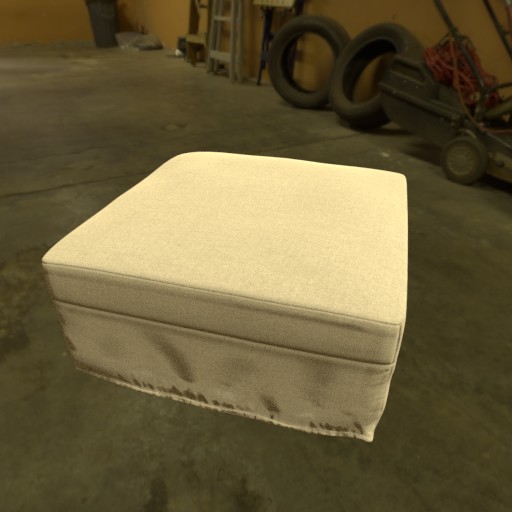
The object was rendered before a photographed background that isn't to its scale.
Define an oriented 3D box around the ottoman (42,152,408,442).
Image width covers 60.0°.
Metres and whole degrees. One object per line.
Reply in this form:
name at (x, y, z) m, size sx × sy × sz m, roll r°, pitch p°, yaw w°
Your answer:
ottoman at (0.000, 0.000, 1.345) m, size 0.840 × 0.436 × 0.843 m, roll 9°, pitch 32°, yaw 14°
